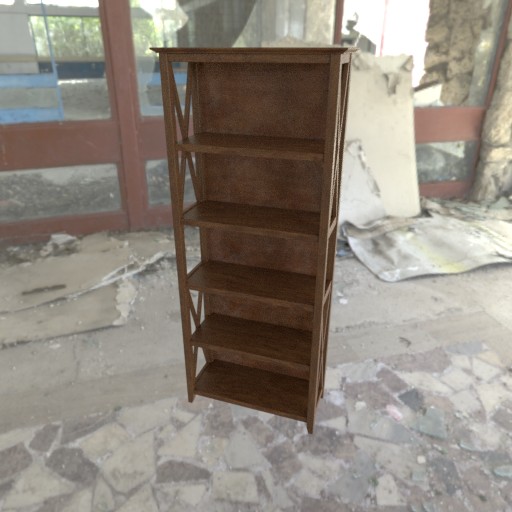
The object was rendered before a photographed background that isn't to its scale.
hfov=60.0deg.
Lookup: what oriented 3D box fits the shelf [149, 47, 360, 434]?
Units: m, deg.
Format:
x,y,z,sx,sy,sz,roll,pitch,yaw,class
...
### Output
x,y,z,sx,sy,sz,roll,pitch,yaw,class
0.000,0.000,2.238,0.805,1.905,0.335,8,27,17,shelf
